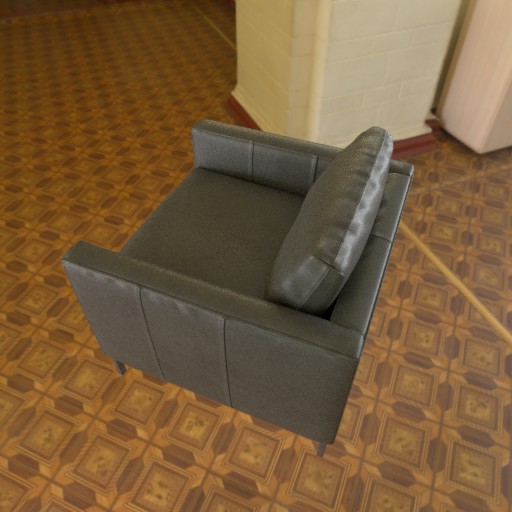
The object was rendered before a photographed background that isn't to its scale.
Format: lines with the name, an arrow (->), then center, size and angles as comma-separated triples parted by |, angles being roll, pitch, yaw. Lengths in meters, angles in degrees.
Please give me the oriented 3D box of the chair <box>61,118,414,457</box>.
chair -> 0.000, 0.000, 1.509 | 0.861, 0.824, 0.967 | 17, 48, 16
